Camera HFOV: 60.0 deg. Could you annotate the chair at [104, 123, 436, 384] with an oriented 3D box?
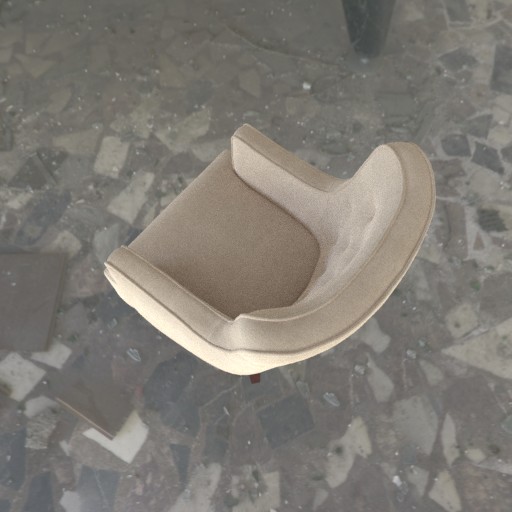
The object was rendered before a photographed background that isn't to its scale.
[{"bbox_3d":[0.000,0.000,1.594,0.910,0.920,0.781,34,68,16],"label":"chair"}]
